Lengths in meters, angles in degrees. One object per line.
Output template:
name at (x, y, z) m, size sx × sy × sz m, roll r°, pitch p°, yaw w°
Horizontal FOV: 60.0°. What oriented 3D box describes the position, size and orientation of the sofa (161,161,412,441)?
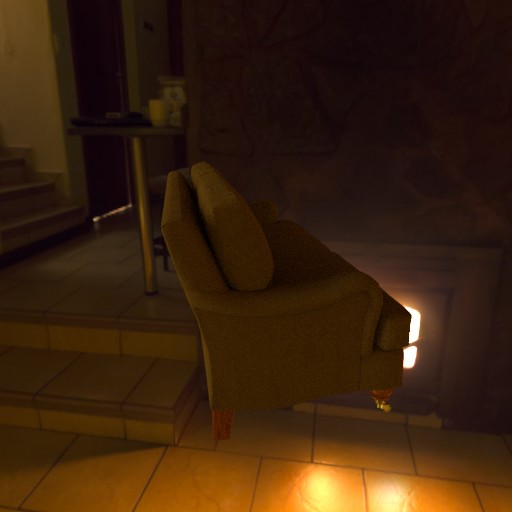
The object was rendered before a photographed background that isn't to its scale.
sofa at (0.000, 0.000, 2.839) m, size 1.086 × 1.087 × 2.165 m, roll -3°, pitch 16°, yaw -10°
